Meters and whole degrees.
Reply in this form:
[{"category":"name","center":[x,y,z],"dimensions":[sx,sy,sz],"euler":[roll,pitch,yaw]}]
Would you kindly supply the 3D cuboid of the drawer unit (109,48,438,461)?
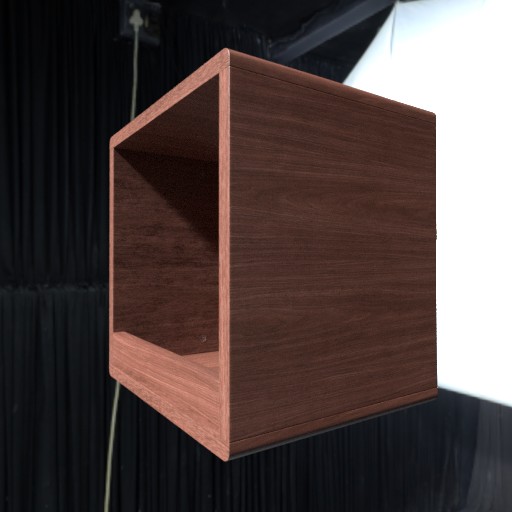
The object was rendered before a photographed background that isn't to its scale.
[{"category":"drawer unit","center":[0.000,0.000,0.596],"dimensions":[0.290,0.351,0.349],"euler":[0,-1,-34]}]
